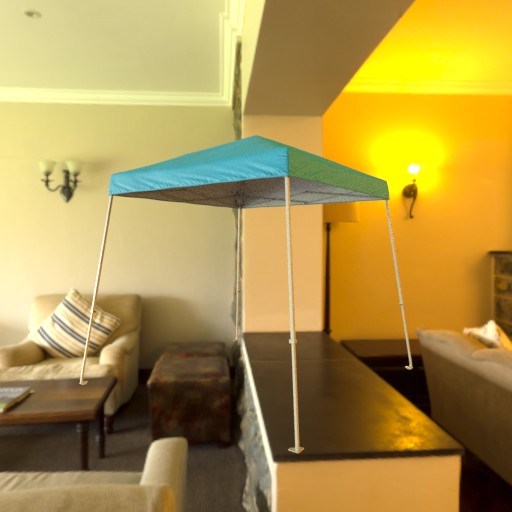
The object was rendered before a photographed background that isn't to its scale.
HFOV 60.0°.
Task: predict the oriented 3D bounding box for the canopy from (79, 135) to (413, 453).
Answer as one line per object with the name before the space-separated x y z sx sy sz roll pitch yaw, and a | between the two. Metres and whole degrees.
canopy | 0.000 0.000 5.264 2.849 2.850 2.850 1 2 36
